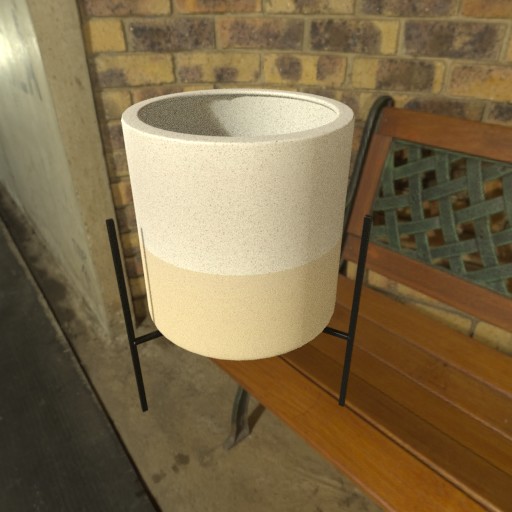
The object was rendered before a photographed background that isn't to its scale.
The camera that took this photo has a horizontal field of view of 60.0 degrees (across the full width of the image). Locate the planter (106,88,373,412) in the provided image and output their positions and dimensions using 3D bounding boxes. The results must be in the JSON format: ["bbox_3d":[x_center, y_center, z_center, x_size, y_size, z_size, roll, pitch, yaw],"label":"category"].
[{"bbox_3d":[0.000,0.000,0.556,0.267,0.362,0.263,8,32,14],"label":"planter"}]
